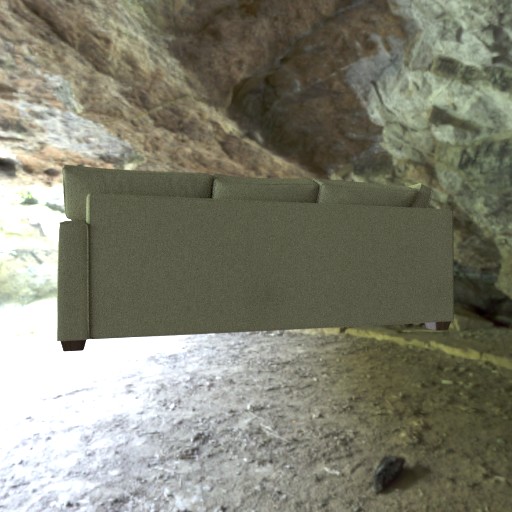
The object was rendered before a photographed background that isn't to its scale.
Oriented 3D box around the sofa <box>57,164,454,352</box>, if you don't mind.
[{"bbox_3d":[0.000,0.000,2.934,2.323,0.948,1.053,0,-1,-18],"label":"sofa"}]
